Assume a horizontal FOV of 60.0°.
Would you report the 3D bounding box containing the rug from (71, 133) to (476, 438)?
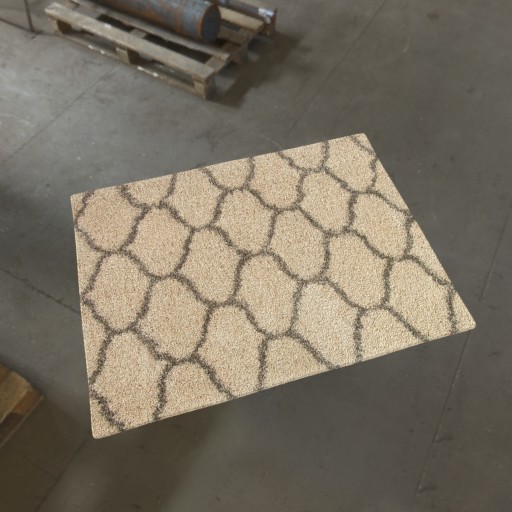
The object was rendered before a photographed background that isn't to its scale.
[{"bbox_3d":[0.000,0.000,2.055,1.600,0.025,1.200,-14,60,-8],"label":"rug"}]
